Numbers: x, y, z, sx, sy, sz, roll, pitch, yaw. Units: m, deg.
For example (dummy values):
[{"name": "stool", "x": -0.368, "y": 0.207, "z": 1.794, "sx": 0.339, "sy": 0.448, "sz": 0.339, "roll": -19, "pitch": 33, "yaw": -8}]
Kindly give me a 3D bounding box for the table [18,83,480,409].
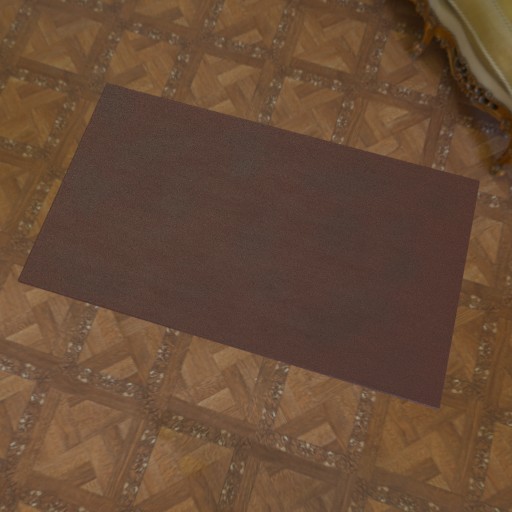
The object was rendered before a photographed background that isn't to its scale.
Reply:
[{"name": "table", "x": 0.000, "y": 0.000, "z": 1.228, "sx": 0.943, "sy": 0.456, "sz": 0.533, "roll": 16, "pitch": 75, "yaw": 4}]
